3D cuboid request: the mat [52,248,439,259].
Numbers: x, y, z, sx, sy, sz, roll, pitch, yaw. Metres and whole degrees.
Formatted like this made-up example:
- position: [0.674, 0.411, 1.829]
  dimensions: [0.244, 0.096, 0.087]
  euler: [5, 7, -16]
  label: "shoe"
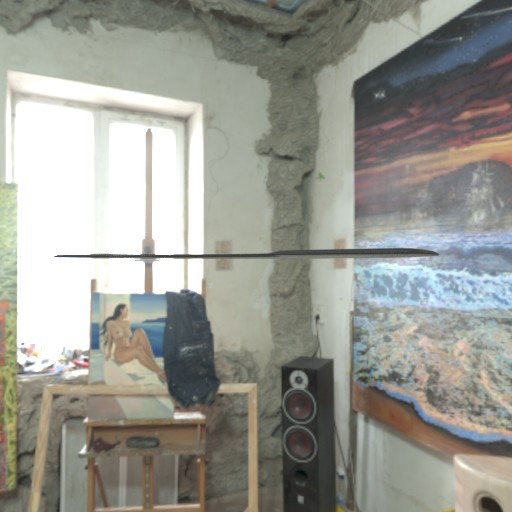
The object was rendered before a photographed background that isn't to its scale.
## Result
- position: [0.000, 0.000, 1.834]
  dimensions: [1.525, 0.016, 0.917]
  euler: [-1, -1, 34]
  label: "mat"
